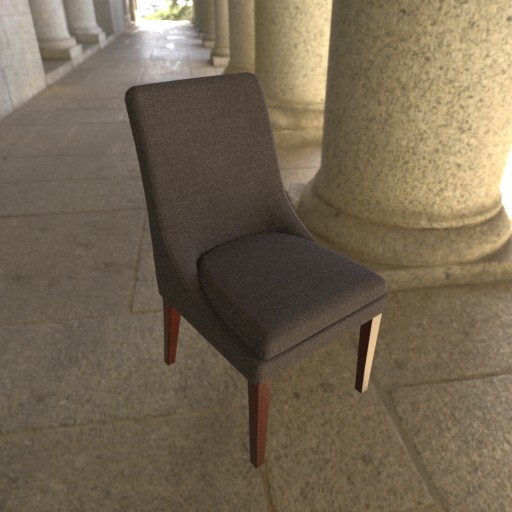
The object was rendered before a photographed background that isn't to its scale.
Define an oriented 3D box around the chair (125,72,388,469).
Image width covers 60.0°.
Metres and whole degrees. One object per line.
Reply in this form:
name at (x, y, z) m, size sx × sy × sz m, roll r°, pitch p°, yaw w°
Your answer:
chair at (0.000, 0.000, 1.363) m, size 0.508 × 0.952 × 0.655 m, roll -22°, pitch 37°, yaw -32°
